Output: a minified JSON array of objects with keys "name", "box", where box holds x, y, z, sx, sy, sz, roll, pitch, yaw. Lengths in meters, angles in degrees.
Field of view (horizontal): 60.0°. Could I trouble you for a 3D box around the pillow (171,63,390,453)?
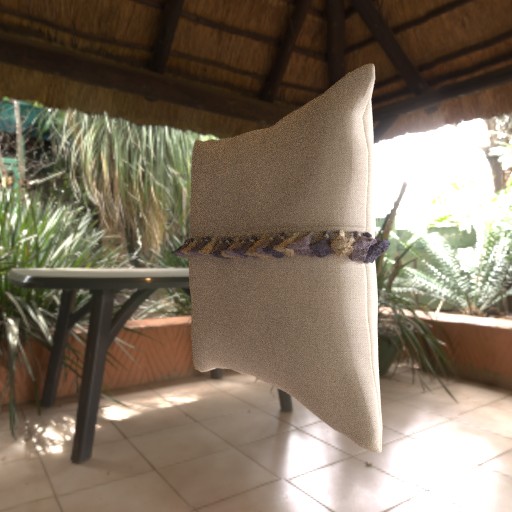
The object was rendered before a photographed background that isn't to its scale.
[{"name":"pillow","box":[0.000,0.000,0.721,0.165,0.481,0.489,0,0,-35]}]
